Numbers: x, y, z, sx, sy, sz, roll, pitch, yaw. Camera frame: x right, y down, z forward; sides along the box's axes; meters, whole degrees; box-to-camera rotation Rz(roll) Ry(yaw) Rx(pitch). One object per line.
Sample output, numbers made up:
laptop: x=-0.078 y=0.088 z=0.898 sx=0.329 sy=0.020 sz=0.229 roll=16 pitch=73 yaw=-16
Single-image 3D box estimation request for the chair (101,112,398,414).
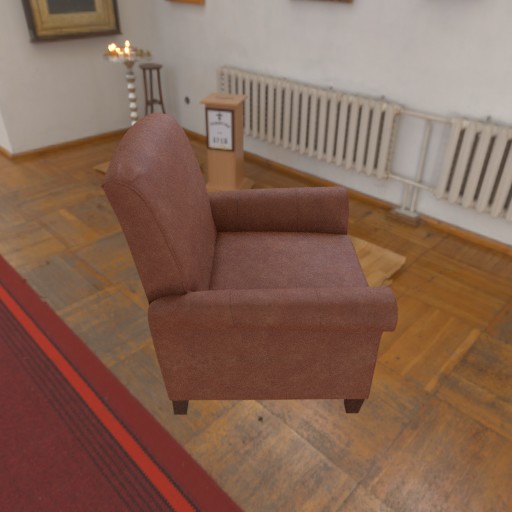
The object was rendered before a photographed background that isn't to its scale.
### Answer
chair: x=0.000 y=0.000 z=1.808 sx=0.902 sy=1.061 sz=0.978 roll=0 pitch=32 yaw=0
